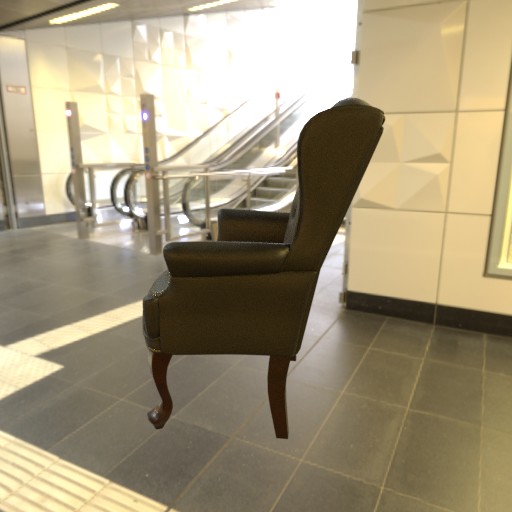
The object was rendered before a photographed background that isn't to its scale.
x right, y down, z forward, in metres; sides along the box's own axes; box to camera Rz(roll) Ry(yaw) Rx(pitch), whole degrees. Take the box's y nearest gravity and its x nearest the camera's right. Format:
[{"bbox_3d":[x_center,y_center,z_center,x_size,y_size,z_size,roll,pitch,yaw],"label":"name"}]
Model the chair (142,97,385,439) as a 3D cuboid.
[{"bbox_3d":[0.000,0.000,1.699,0.822,1.133,0.831,2,14,8],"label":"chair"}]
